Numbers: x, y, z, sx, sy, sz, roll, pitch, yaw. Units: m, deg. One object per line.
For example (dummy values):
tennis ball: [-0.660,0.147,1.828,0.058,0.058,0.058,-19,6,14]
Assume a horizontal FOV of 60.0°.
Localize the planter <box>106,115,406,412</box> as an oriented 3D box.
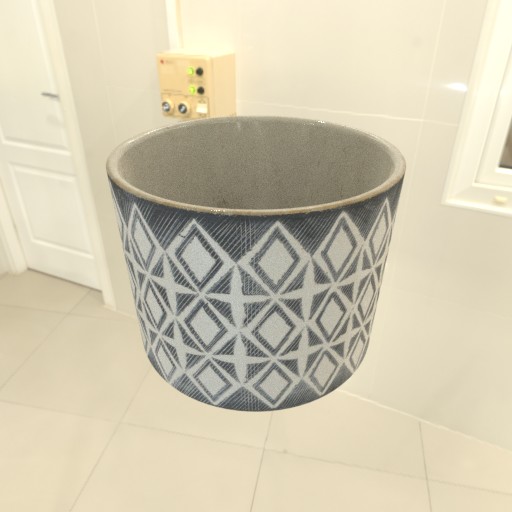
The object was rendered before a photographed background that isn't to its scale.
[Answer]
planter: [0.000,0.000,0.338,0.192,0.165,0.192,0,31,0]
